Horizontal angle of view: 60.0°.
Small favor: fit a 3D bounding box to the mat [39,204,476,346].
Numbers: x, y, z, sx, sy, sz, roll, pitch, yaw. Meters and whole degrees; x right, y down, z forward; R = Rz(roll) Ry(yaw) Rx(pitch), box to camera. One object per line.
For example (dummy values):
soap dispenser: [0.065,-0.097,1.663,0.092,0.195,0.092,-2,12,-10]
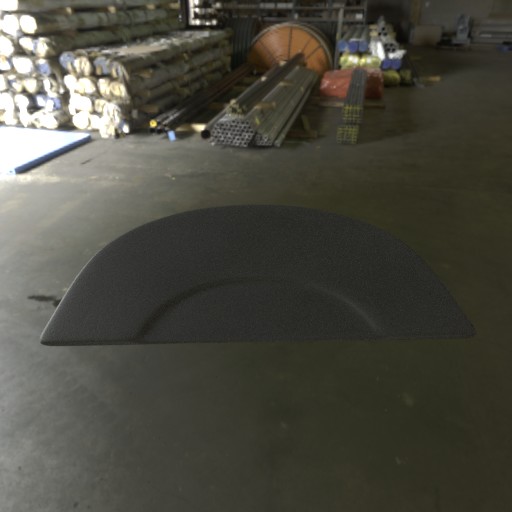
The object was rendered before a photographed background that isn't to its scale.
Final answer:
mat: [0.000,0.000,1.602,1.220,0.016,0.917,-1,30,-1]
